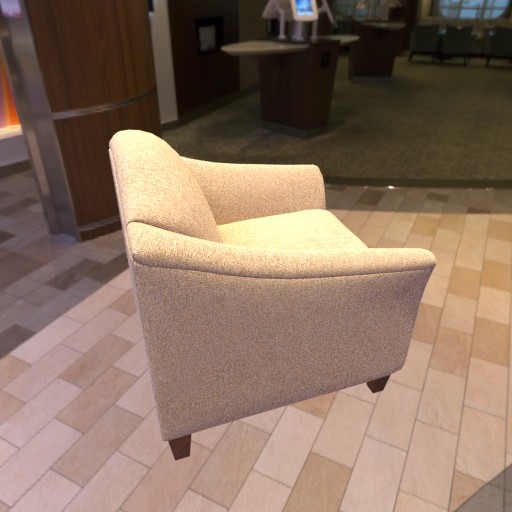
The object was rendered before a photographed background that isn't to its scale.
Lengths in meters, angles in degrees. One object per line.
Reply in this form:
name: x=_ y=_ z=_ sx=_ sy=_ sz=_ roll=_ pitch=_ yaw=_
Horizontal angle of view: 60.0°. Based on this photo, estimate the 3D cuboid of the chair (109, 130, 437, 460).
chair: x=0.000 y=0.000 z=1.435 sx=0.787 sy=0.839 sz=0.763 roll=-10 pitch=33 yaw=-16
